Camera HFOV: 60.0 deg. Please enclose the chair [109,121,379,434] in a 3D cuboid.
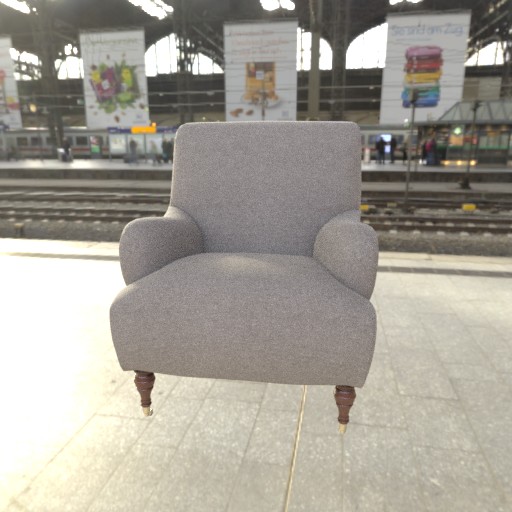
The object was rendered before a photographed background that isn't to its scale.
[{"bbox_3d":[0.000,0.000,1.557,0.766,0.942,0.843,2,14,8],"label":"chair"}]
